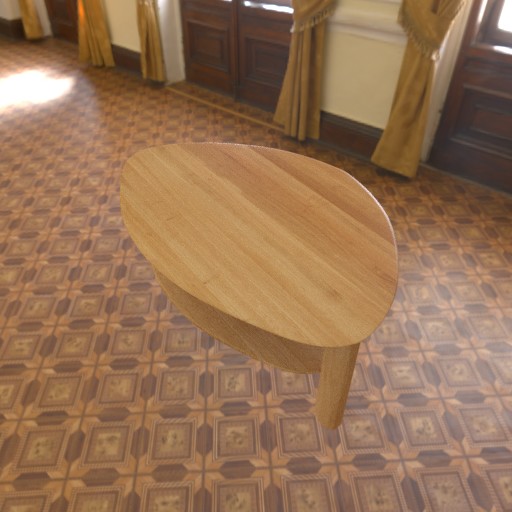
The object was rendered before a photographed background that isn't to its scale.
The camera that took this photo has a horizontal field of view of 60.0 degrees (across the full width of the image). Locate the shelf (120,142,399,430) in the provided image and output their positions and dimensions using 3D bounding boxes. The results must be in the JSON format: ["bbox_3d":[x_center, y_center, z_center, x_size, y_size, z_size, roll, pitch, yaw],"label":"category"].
[{"bbox_3d":[0.000,0.000,1.661,0.845,0.440,1.246,-25,46,-26],"label":"shelf"}]
